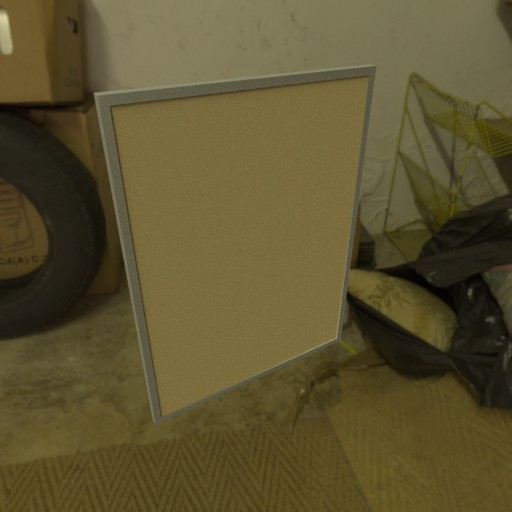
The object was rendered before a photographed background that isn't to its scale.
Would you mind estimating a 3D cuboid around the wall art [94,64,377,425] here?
[{"bbox_3d":[0.000,0.000,1.375,0.789,1.042,0.034,-18,35,-26],"label":"wall art"}]
